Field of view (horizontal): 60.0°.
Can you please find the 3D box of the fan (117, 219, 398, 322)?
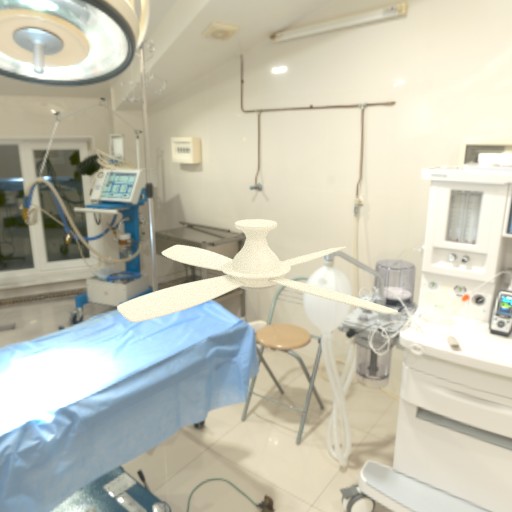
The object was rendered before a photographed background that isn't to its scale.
[{"bbox_3d":[0.000,0.000,2.509,1.693,0.382,1.694,14,20,42],"label":"fan"}]
